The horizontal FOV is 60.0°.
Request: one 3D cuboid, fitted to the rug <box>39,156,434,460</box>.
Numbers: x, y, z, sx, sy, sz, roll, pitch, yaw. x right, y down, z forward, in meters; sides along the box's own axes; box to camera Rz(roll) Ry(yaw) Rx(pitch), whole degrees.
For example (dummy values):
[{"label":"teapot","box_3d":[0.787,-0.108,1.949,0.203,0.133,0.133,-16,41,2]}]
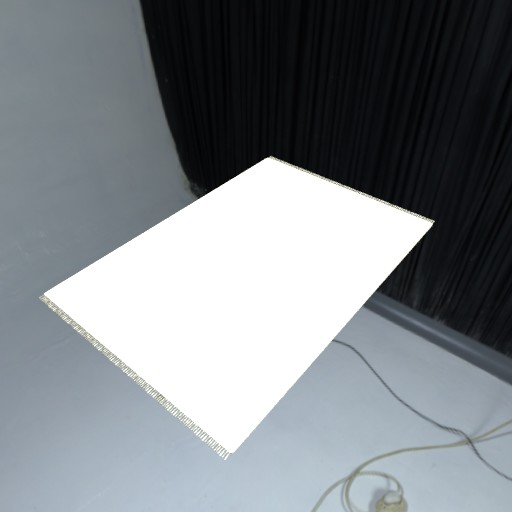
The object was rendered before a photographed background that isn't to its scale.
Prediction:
[{"label":"rug","box_3d":[0.000,0.000,2.920,1.514,0.011,2.233,29,49,29]}]
